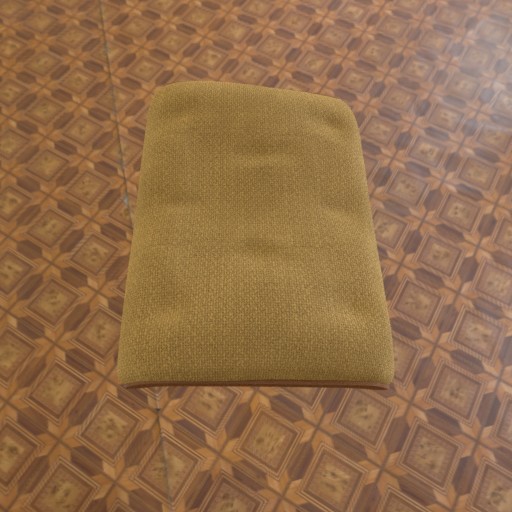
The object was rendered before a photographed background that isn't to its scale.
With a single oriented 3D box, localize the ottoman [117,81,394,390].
[{"bbox_3d":[0.000,0.000,0.810,0.394,0.391,0.520,-1,63,0],"label":"ottoman"}]
